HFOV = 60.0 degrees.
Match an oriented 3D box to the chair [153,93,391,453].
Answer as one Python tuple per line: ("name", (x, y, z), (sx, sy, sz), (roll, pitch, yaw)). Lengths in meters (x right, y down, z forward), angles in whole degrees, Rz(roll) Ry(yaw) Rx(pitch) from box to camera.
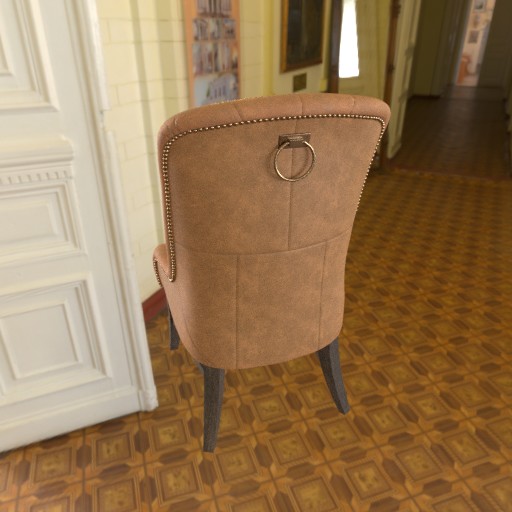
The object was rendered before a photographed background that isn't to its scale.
("chair", (0.000, 0.000, 1.482), (0.634, 1.091, 0.629), (-9, 29, -17))
